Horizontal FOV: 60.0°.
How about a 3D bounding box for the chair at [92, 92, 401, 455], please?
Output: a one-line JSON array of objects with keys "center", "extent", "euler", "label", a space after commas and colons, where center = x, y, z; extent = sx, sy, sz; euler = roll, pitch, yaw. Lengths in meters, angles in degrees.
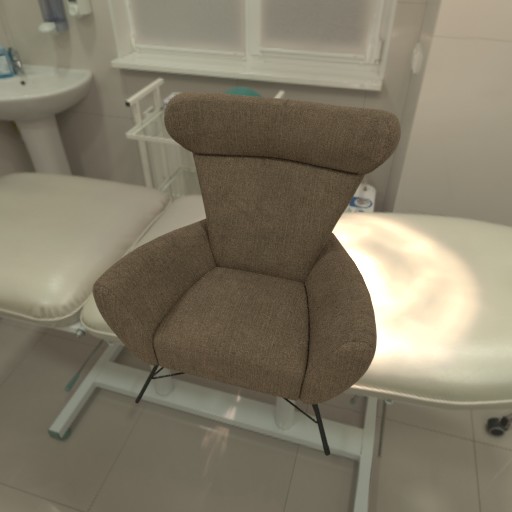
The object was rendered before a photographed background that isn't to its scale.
[{"center": [0.000, 0.000, 1.754], "extent": [0.980, 1.040, 0.900], "euler": [10, 40, 12], "label": "chair"}]
